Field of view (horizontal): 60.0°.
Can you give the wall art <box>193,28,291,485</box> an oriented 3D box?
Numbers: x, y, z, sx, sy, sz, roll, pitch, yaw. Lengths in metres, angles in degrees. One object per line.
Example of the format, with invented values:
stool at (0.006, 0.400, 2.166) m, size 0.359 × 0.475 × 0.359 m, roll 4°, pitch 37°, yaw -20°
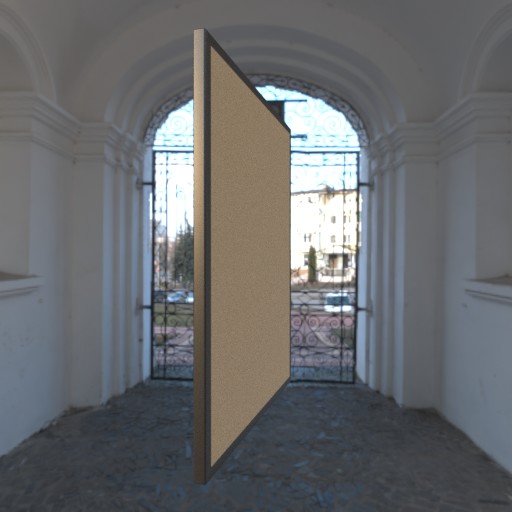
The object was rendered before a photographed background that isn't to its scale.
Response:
wall art at (0.000, 0.000, 0.795) m, size 0.018 × 0.582 × 0.481 m, roll 0°, pitch 0°, yaw 18°
